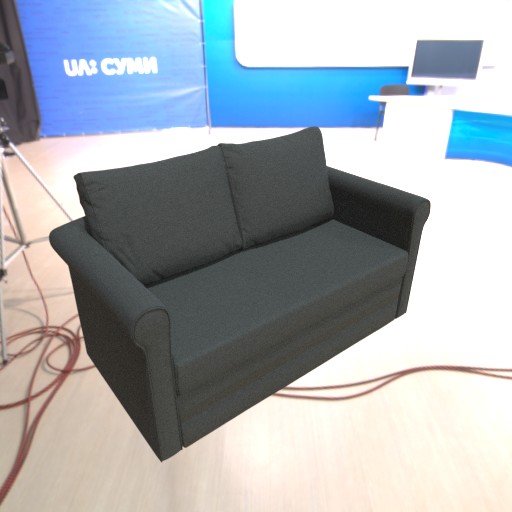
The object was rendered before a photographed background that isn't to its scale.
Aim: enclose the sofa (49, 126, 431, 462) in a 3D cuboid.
[{"bbox_3d":[0.000,0.000,1.935,1.460,0.872,0.741,-21,35,-33],"label":"sofa"}]
